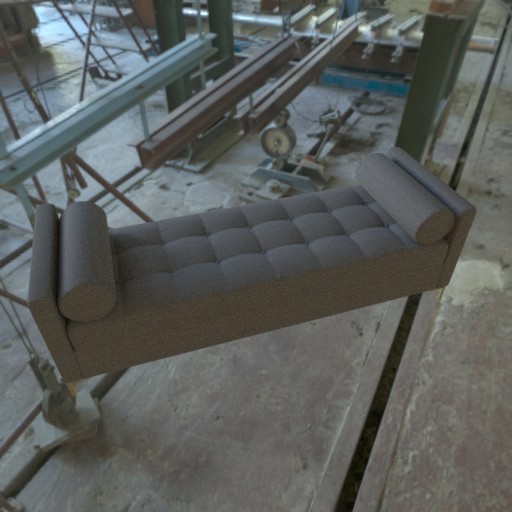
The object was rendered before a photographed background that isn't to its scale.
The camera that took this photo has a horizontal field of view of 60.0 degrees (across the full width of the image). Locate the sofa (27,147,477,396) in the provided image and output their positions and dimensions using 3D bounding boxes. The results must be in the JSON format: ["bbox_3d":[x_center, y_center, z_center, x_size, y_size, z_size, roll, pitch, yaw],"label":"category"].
[{"bbox_3d":[0.000,0.000,2.282,1.981,0.635,0.686,-12,42,-14],"label":"sofa"}]
